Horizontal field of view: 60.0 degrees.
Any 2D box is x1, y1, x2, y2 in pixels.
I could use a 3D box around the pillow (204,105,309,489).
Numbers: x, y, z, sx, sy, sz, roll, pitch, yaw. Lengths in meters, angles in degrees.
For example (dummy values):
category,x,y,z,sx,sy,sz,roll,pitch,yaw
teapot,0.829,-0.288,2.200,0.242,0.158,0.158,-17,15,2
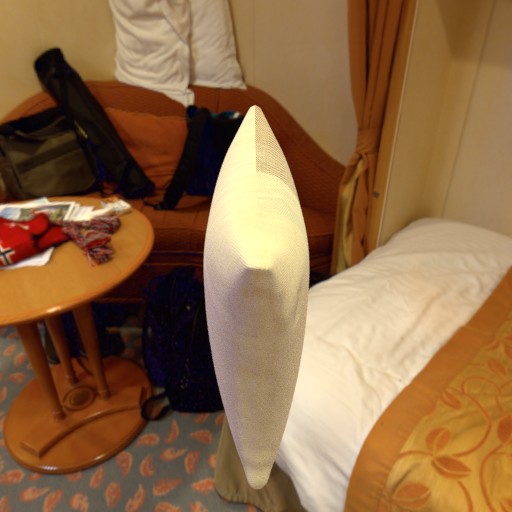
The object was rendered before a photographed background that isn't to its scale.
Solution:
category,x,y,z,sx,sy,sz,roll,pitch,yaw
pillow,0.000,0.000,0.629,0.139,0.305,0.506,0,32,0
